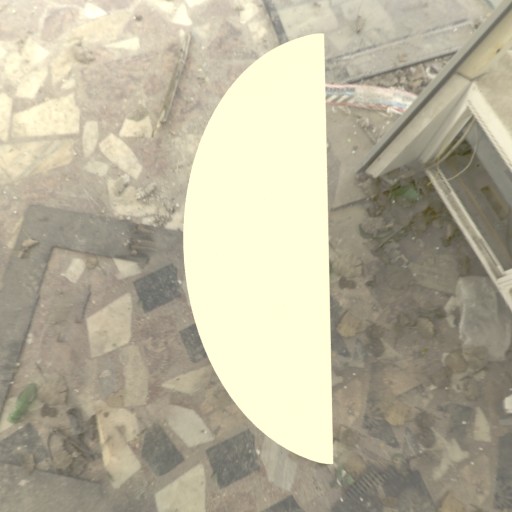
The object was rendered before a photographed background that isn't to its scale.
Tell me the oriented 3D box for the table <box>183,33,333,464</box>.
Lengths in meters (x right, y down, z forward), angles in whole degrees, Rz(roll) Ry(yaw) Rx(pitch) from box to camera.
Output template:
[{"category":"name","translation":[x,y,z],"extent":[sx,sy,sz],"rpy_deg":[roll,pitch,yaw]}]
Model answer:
[{"category":"table","translation":[0.000,0.000,1.587],"extent":[0.394,0.780,1.219],"rpy_deg":[1,75,0]}]
